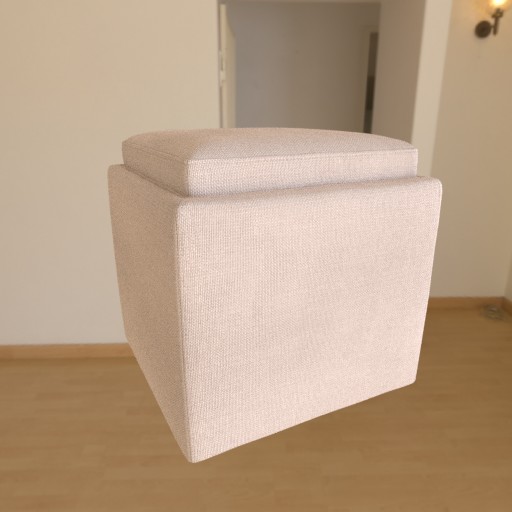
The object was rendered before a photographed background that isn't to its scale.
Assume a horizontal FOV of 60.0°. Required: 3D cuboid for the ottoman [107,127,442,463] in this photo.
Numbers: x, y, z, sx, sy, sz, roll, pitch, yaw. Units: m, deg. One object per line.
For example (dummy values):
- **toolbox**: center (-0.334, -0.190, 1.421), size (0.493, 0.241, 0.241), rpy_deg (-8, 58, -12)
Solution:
- **ottoman**: center (0.000, 0.000, 0.829), size (0.451, 0.460, 0.450), rpy_deg (-9, 20, -26)
